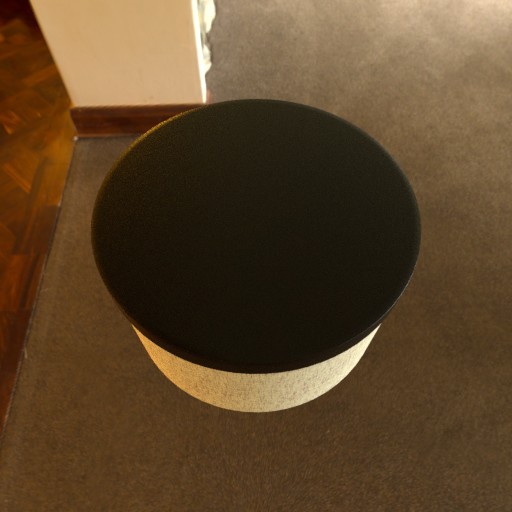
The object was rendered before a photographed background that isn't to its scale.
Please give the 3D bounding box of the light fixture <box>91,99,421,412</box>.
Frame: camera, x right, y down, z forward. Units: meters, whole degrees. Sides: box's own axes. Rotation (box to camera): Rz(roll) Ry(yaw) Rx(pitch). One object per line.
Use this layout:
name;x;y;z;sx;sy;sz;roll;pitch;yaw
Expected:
light fixture;0.000;0.000;0.626;0.389;0.229;0.389;0;58;0
